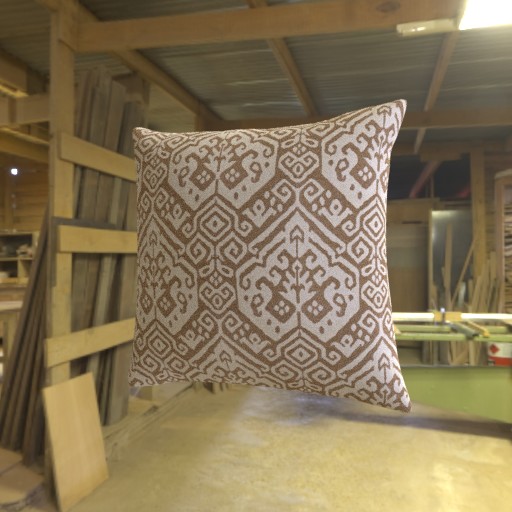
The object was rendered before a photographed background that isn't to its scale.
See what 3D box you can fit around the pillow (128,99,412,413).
[{"bbox_3d":[0.000,0.000,0.638,0.419,0.407,0.173,0,-1,17],"label":"pillow"}]
